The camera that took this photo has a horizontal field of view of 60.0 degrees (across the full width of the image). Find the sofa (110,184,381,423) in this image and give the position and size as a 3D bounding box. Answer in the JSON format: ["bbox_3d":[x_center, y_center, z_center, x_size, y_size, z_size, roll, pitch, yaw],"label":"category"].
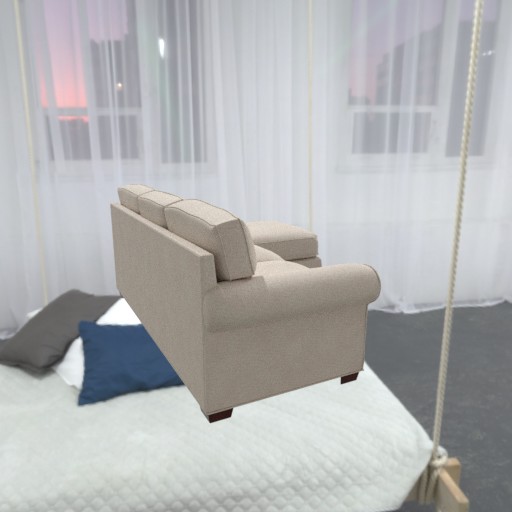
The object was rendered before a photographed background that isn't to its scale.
[{"bbox_3d":[0.000,0.000,2.410,1.226,0.734,1.770,-7,15,-27],"label":"sofa"}]
